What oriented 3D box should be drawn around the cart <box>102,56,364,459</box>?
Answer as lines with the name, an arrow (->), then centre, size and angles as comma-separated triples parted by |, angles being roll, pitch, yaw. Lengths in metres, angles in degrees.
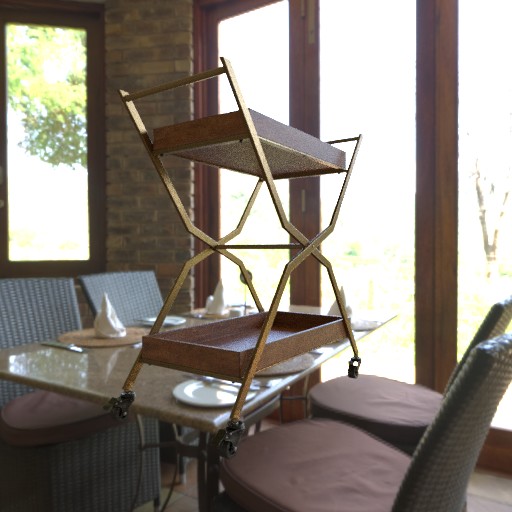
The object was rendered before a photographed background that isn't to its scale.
cart -> 0.000, 0.000, 1.369 | 0.405, 0.869, 0.836 | 0, 1, 35
